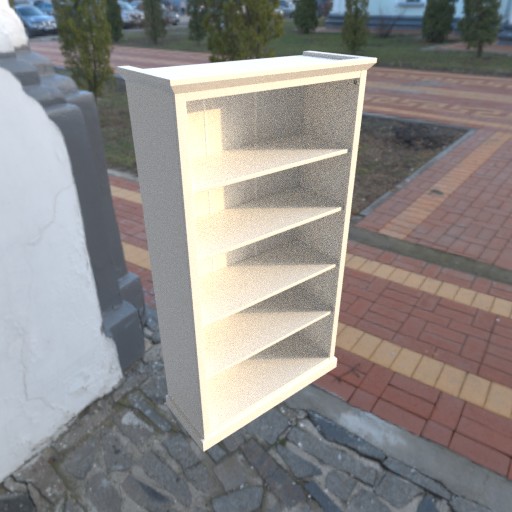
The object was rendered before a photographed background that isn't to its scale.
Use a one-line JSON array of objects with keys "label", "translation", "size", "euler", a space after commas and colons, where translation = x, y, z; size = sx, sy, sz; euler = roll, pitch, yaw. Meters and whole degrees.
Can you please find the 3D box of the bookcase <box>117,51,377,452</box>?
[{"label": "bookcase", "translation": [0.000, 0.000, 2.331], "size": [1.050, 1.880, 0.432], "euler": [-21, 36, -32]}]
